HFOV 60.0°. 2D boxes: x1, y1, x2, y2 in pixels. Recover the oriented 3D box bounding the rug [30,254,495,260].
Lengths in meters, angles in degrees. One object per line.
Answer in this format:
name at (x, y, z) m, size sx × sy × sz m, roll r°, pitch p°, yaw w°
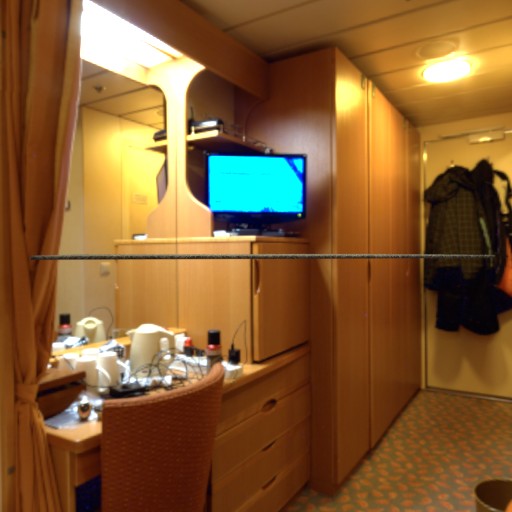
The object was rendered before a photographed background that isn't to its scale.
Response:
rug at (0.000, 0.000, 2.845) m, size 2.330 × 0.017 × 1.478 m, roll 0°, pitch 0°, yaw -15°
